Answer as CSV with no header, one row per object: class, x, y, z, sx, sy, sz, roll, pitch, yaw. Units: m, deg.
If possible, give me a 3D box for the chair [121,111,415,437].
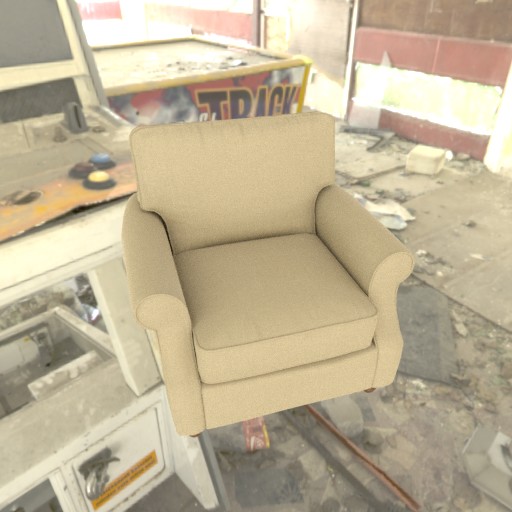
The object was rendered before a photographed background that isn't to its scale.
chair,0.000,0.000,1.814,1.029,0.967,0.966,-9,34,-14
